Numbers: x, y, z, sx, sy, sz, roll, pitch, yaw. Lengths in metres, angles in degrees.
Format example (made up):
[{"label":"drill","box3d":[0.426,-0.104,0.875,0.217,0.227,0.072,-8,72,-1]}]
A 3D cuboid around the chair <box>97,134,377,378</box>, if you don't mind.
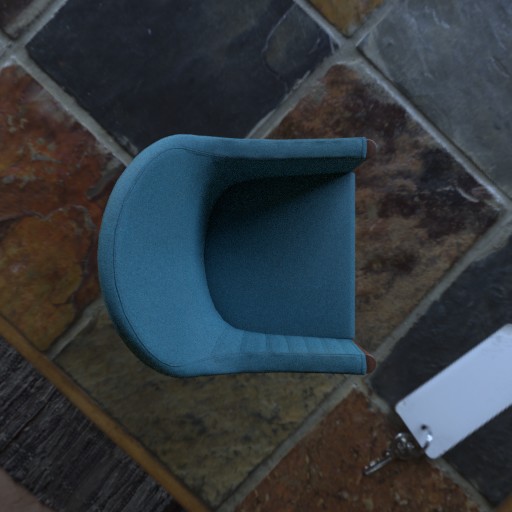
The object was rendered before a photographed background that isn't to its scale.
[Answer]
[{"label":"chair","box3d":[0.000,0.000,1.360,0.652,0.907,0.656,0,90,1]}]
